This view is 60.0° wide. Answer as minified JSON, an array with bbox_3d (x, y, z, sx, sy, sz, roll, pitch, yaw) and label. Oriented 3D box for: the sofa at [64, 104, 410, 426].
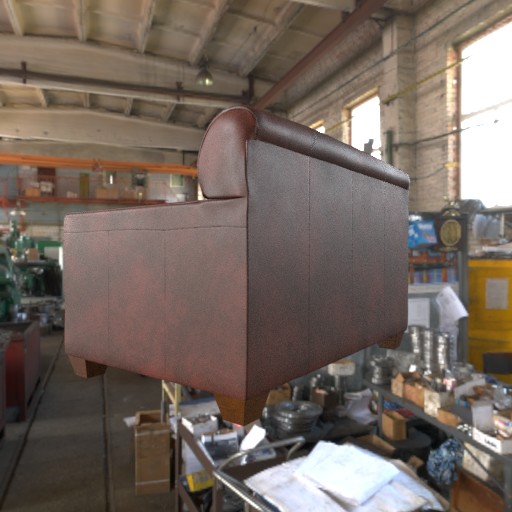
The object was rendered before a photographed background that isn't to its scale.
[{"bbox_3d":[0.000,0.000,2.049,1.000,0.956,1.413,1,1,37],"label":"sofa"}]
